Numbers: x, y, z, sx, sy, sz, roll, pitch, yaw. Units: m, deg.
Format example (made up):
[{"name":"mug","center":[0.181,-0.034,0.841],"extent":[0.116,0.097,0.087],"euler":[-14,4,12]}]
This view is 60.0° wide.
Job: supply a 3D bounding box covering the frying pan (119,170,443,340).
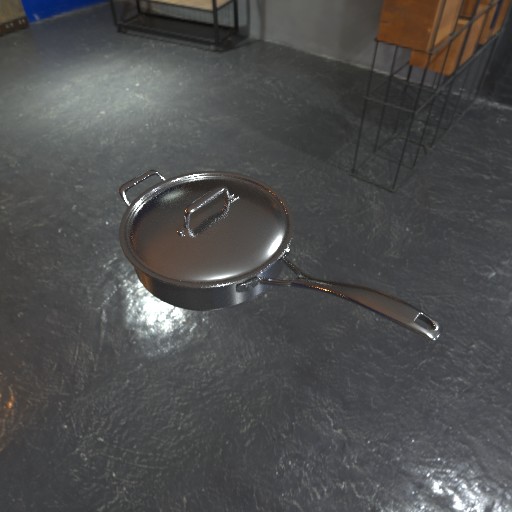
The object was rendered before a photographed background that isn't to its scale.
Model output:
[{"name":"frying pan","center":[0.000,0.000,0.595],"extent":[0.492,0.111,0.245],"euler":[31,53,27]}]
